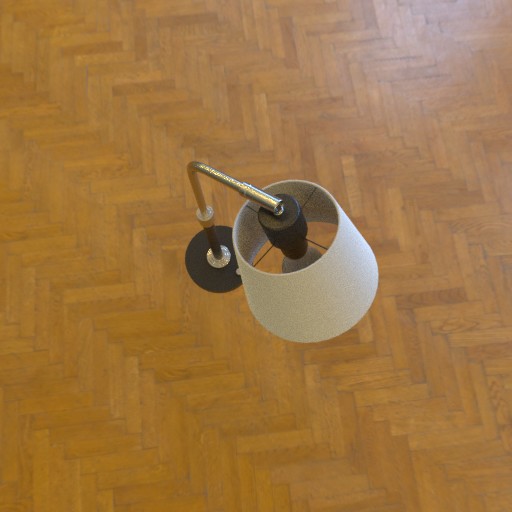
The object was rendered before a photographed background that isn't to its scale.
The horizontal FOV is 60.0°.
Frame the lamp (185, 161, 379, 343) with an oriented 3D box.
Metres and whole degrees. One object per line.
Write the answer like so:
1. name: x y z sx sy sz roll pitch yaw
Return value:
1. lamp: 0.000 0.000 0.703 0.348 0.539 0.181 36 78 9
